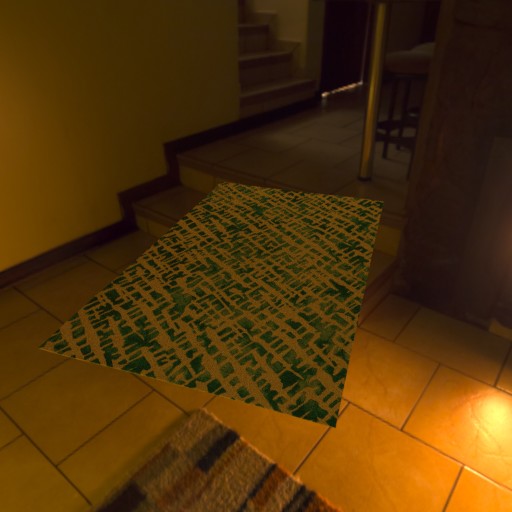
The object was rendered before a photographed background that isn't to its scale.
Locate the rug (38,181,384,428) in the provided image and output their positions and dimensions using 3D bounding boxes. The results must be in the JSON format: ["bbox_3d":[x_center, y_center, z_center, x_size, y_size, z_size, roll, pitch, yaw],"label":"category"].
[{"bbox_3d":[0.000,0.000,3.048,1.520,0.011,2.447,10,32,16],"label":"rug"}]
